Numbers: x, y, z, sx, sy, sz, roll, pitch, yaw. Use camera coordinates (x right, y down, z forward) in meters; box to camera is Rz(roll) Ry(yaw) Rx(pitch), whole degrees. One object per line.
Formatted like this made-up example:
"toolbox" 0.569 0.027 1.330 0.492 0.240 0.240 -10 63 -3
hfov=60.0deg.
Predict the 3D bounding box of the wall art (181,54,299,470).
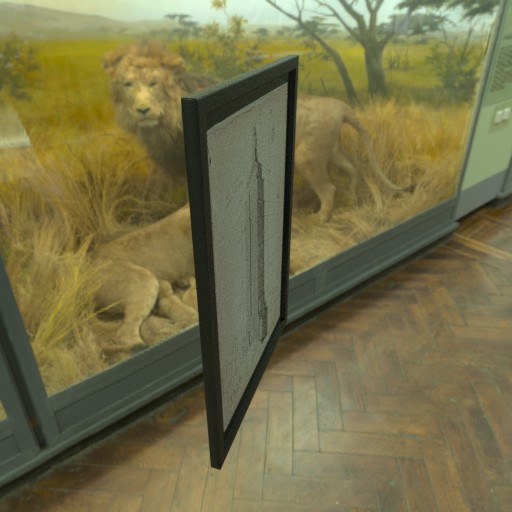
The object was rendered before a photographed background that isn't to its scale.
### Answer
"wall art" 0.000 0.000 0.554 0.013 0.431 0.303 10 32 16
